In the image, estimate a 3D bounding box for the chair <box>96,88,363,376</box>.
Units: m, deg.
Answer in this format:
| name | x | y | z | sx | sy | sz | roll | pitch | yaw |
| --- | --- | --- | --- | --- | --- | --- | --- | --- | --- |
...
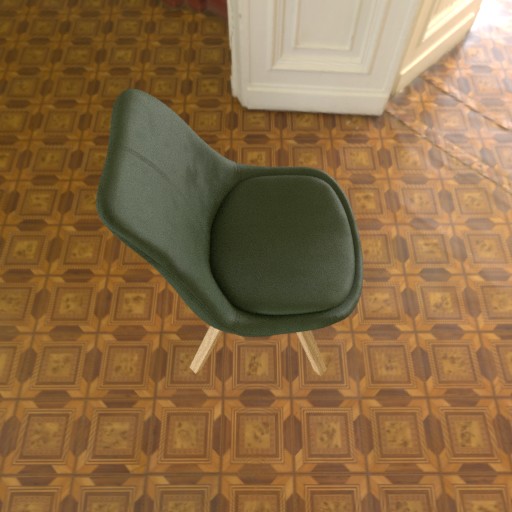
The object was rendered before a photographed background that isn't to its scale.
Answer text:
| name | x | y | z | sx | sy | sz | roll | pitch | yaw |
| --- | --- | --- | --- | --- | --- | --- | --- | --- | --- |
| chair | 0.000 | 0.000 | 1.171 | 0.547 | 0.865 | 0.483 | -1 | 62 | 0 |
